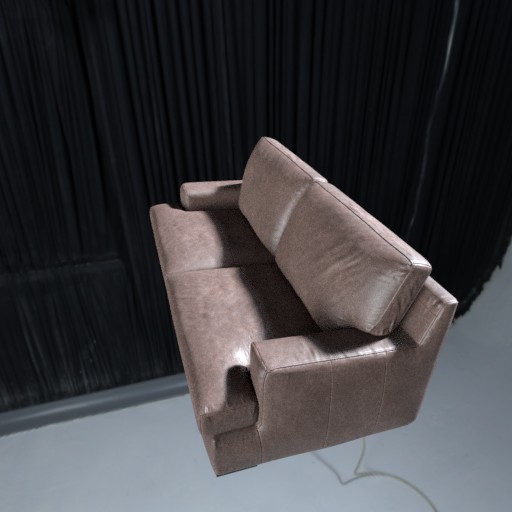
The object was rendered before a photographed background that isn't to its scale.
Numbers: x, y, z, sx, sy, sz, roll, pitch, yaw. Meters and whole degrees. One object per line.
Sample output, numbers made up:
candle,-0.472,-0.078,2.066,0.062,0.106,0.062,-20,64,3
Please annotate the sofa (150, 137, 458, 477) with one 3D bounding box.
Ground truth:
sofa,0.000,0.000,2.759,1.143,0.941,2.261,-9,31,-15
